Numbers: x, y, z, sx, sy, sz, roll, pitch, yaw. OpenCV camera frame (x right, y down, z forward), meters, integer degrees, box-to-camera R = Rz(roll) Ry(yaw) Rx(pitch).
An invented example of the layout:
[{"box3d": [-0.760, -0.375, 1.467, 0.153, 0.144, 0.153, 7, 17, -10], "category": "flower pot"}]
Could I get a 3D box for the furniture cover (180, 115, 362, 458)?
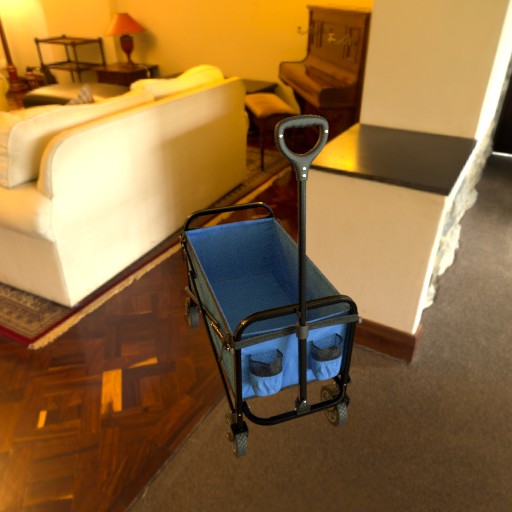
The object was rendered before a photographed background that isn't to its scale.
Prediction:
[{"box3d": [0.000, 0.000, 1.812, 0.532, 1.295, 1.038, -10, 33, -16], "category": "furniture cover"}]
